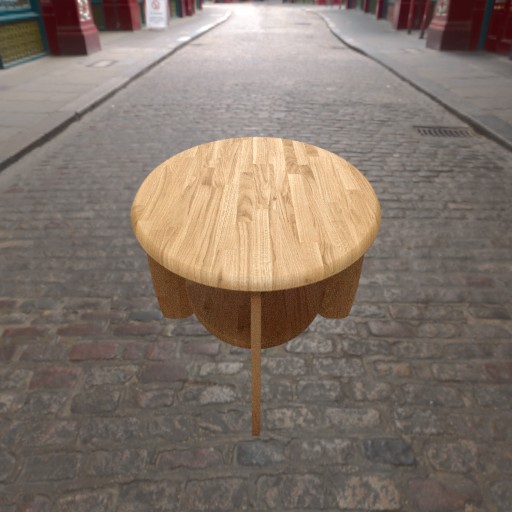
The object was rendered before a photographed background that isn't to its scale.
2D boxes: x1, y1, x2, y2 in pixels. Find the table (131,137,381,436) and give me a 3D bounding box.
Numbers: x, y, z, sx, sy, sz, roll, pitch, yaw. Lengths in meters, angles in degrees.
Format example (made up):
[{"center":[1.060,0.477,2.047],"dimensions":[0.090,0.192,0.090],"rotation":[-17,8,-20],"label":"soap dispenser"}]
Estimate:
[{"center":[0.000,0.000,1.420],"dimensions":[0.690,0.490,1.040],"rotation":[0,31,0],"label":"table"}]
